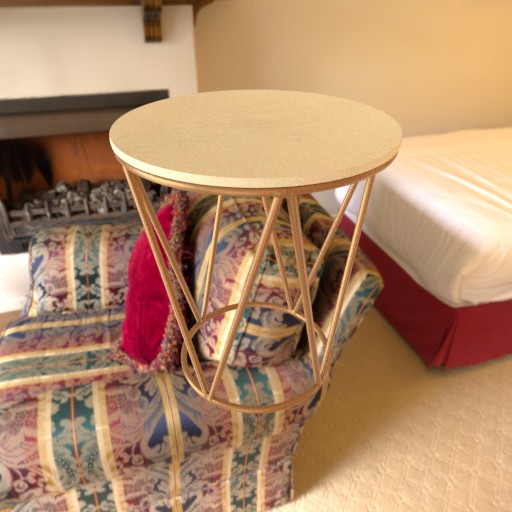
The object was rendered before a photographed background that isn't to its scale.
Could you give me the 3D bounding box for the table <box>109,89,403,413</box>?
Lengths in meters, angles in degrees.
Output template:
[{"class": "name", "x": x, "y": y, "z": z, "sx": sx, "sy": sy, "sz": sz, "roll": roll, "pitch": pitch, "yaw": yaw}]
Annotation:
[{"class": "table", "x": 0.000, "y": 0.000, "z": 0.936, "sx": 0.500, "sy": 0.564, "sz": 0.500, "roll": 0, "pitch": 33, "yaw": 0}]
